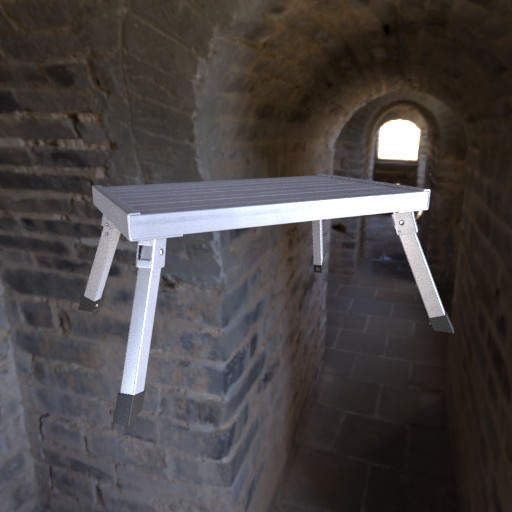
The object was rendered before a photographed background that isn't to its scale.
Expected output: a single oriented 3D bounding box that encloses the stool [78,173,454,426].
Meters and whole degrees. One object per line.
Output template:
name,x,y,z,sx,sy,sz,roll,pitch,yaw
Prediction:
stool,0.000,0.000,0.728,0.535,0.225,0.385,-8,18,-26
